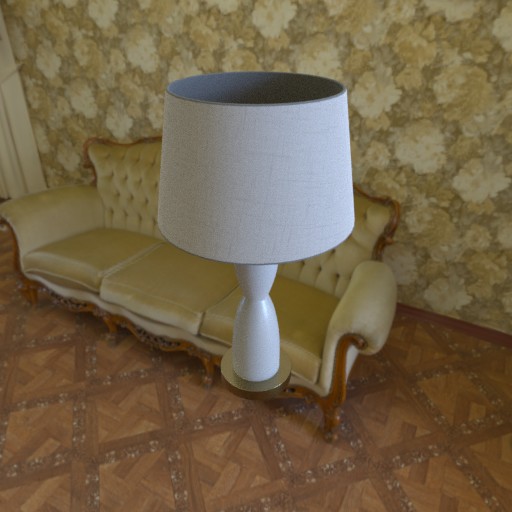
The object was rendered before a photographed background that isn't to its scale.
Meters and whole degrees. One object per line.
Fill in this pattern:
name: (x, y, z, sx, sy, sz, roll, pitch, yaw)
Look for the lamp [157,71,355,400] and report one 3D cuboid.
lamp: (0.000, 0.000, 0.746, 0.309, 0.545, 0.309, 0, 31, 0)
